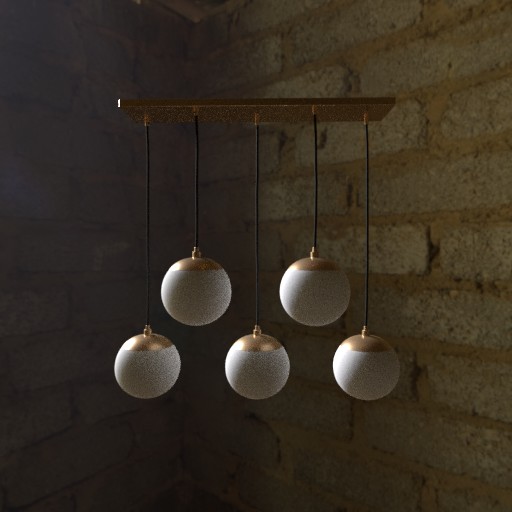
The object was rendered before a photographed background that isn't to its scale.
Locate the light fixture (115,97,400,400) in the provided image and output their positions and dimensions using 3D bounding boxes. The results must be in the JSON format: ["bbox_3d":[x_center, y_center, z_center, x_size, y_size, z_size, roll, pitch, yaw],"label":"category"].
[{"bbox_3d":[0.000,0.000,1.302,0.863,0.869,0.299,0,1,1],"label":"light fixture"}]
